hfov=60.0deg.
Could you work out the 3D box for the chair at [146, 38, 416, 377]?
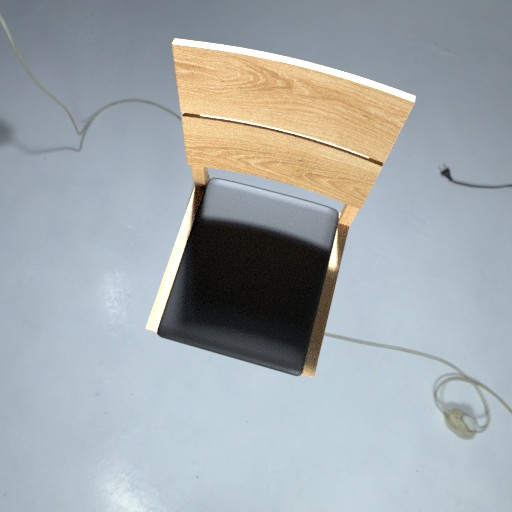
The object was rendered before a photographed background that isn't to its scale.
[{"bbox_3d":[0.000,0.000,1.240,0.475,0.950,0.569,15,76,4],"label":"chair"}]
